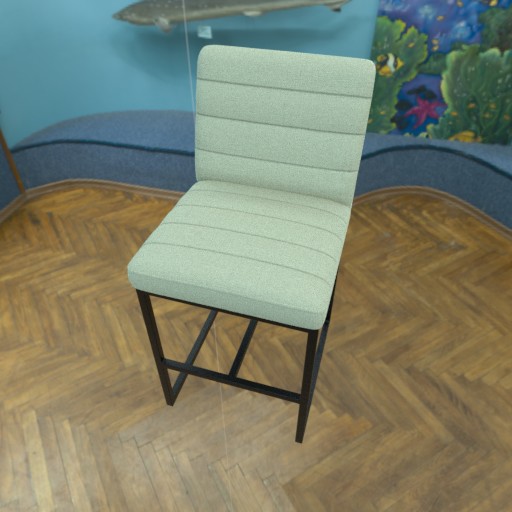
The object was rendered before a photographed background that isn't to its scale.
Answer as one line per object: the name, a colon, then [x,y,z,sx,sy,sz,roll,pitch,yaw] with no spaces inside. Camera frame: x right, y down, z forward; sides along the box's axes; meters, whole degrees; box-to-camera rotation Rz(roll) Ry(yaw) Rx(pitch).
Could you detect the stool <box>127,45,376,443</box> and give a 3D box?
stool: [0.000,0.000,1.229,0.460,0.940,0.560,11,43,12]
